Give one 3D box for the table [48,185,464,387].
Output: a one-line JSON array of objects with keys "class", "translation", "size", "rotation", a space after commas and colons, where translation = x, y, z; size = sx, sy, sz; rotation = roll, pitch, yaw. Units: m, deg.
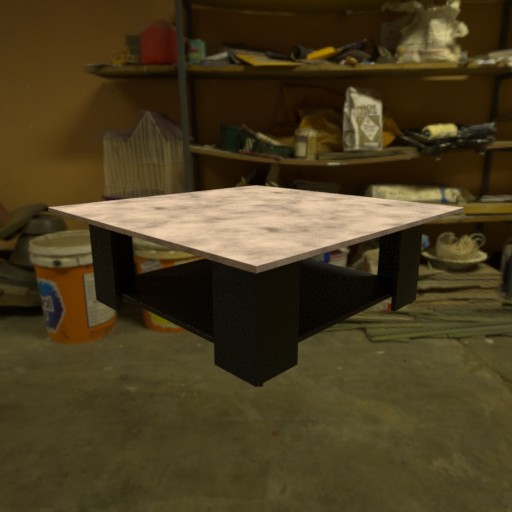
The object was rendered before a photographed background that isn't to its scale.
[{"class": "table", "translation": [0.000, 0.000, 1.381], "size": [0.890, 0.305, 0.890], "rotation": [-15, 21, -43]}]
